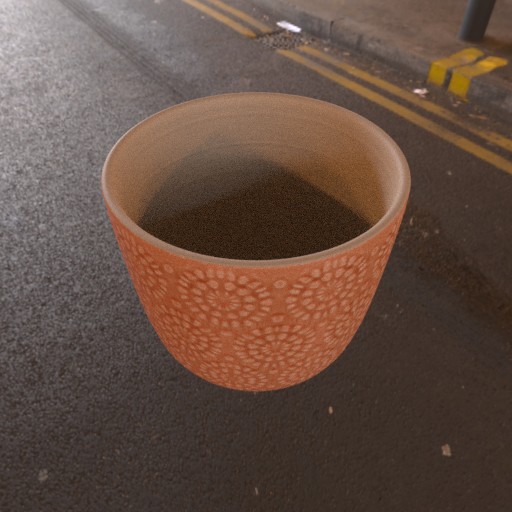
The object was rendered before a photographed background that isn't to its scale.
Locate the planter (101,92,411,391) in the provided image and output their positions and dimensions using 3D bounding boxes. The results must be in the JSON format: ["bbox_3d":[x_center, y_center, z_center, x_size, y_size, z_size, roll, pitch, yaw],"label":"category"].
[{"bbox_3d":[0.000,0.000,0.371,0.208,0.190,0.208,0,45,0],"label":"planter"}]
